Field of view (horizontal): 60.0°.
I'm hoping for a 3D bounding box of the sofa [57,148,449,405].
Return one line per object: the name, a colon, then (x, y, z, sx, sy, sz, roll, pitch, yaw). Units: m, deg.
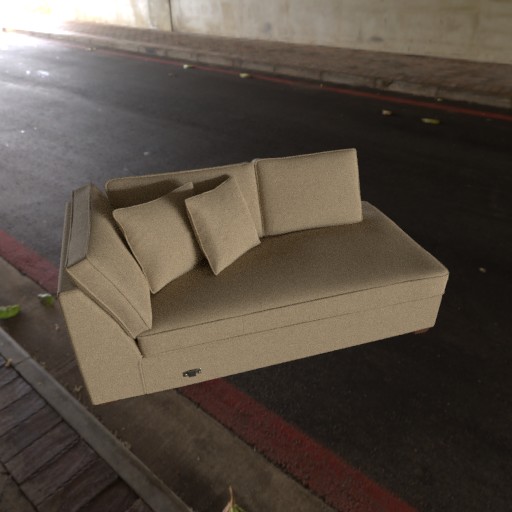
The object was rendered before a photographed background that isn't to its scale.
sofa: (0.000, 0.000, 2.871, 2.237, 1.033, 1.110, -10, 33, -15)
